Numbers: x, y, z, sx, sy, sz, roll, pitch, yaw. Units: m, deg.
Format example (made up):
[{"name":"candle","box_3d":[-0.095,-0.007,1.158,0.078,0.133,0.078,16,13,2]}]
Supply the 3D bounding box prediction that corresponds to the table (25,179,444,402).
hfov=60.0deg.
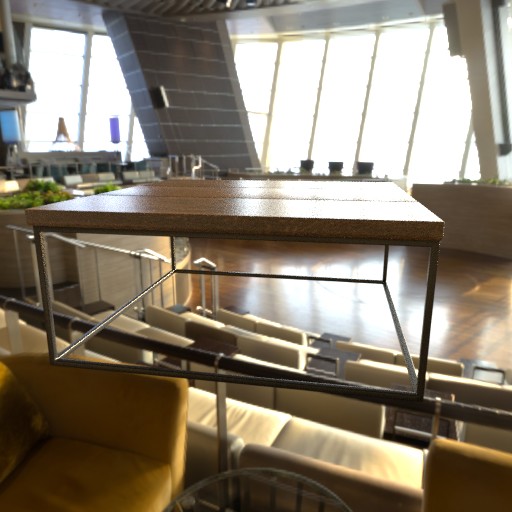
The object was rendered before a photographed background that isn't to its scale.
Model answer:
[{"name":"table","box_3d":[0.000,0.000,1.402,0.900,0.400,0.900,3,14,10]}]
